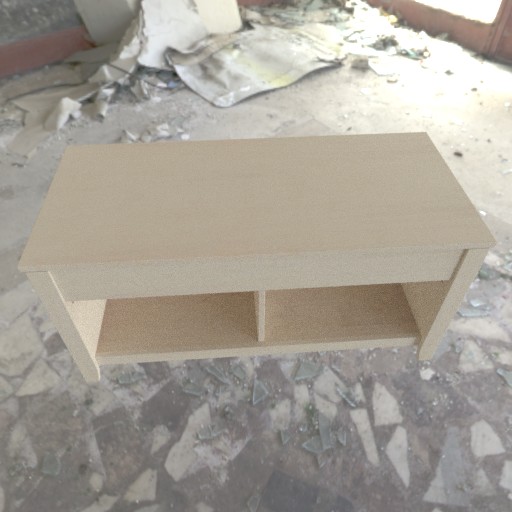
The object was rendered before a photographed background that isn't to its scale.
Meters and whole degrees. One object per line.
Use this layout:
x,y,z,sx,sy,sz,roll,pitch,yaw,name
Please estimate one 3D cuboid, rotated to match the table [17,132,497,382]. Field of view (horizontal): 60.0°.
0.000,0.000,1.265,1.016,0.483,0.457,-3,46,-3,table
